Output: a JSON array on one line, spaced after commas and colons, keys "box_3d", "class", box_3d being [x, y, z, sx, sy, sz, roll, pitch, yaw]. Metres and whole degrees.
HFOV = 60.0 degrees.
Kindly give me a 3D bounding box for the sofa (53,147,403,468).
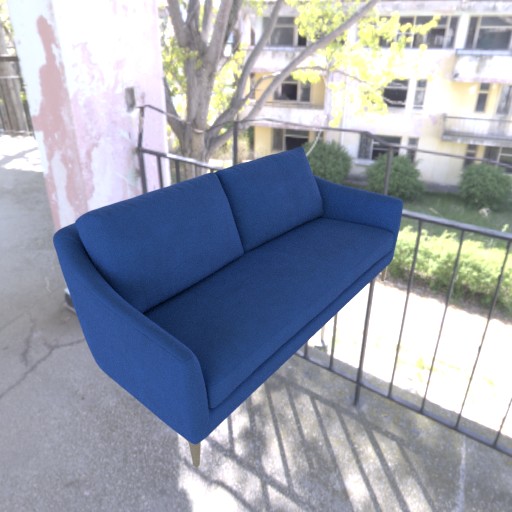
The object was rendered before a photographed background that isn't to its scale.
[{"box_3d": [0.000, 0.000, 2.519, 0.960, 0.903, 2.036, 18, 32, 33], "class": "sofa"}]
